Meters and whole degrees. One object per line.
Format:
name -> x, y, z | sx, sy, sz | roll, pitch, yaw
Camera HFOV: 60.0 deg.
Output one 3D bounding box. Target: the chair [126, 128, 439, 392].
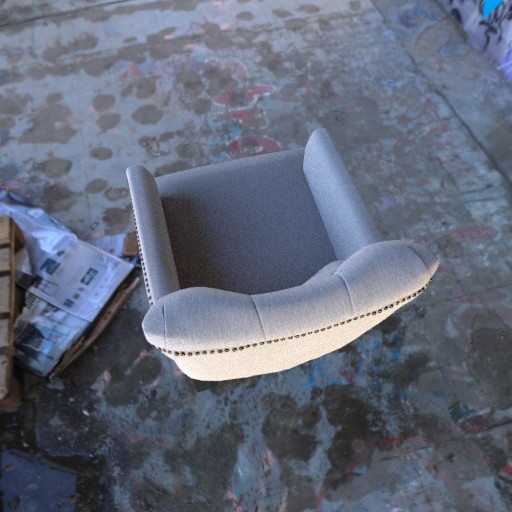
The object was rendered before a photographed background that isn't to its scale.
chair -> 0.000, 0.000, 1.522 | 0.737, 0.823, 0.902 | -13, 59, -8
